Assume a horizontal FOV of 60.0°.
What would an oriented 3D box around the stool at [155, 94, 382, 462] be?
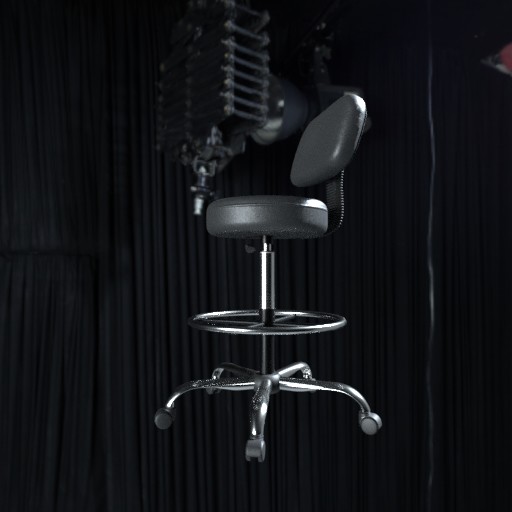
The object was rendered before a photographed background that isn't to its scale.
[{"bbox_3d":[0.000,0.000,1.483,0.658,1.069,0.694,0,-2,-17],"label":"stool"}]
